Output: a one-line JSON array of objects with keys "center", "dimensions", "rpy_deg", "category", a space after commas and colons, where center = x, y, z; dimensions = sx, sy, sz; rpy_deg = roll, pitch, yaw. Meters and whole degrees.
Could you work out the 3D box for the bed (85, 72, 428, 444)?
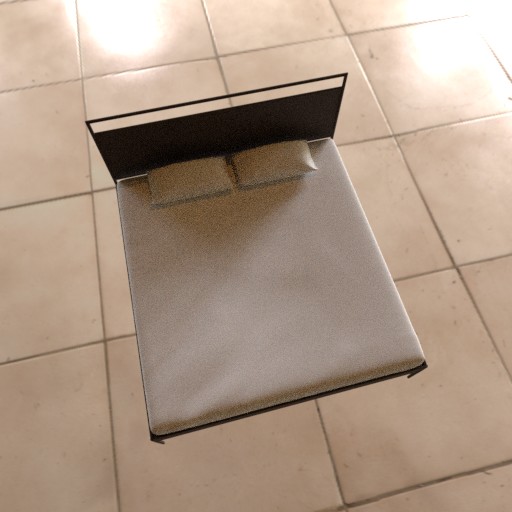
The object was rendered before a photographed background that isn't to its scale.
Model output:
[{"center": [0.000, 0.000, 3.355], "dimensions": [1.993, 1.173, 2.151], "rpy_deg": [-13, 65, -6], "category": "bed"}]
